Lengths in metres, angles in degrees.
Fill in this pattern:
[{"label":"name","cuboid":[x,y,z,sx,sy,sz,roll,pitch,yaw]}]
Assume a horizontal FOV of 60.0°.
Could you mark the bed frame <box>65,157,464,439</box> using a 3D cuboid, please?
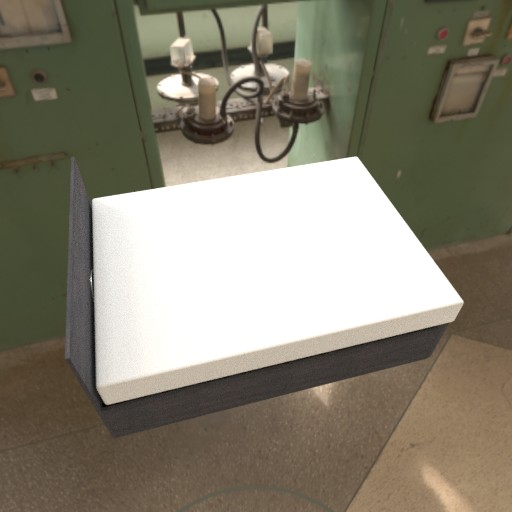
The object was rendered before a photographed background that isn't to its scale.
[{"label":"bed frame","cuboid":[0.000,0.000,2.631,1.900,0.800,1.400,-11,48,-10]}]
